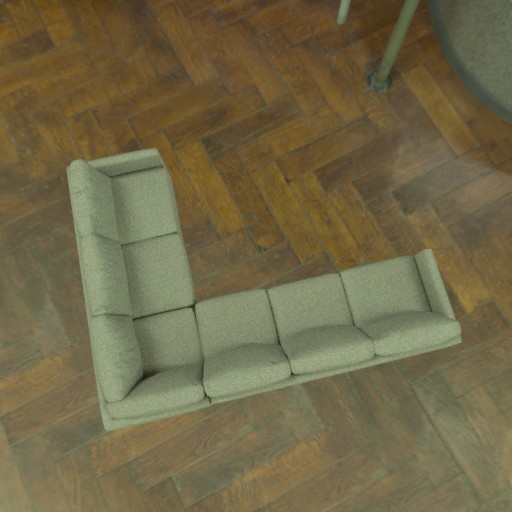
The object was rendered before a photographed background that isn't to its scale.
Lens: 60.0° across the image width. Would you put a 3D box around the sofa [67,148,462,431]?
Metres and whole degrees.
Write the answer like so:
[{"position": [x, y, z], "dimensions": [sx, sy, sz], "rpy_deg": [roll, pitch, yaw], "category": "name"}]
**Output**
[{"position": [0.000, 0.000, 4.425], "dimensions": [3.302, 0.947, 2.593], "rpy_deg": [-13, 76, -3], "category": "sofa"}]
